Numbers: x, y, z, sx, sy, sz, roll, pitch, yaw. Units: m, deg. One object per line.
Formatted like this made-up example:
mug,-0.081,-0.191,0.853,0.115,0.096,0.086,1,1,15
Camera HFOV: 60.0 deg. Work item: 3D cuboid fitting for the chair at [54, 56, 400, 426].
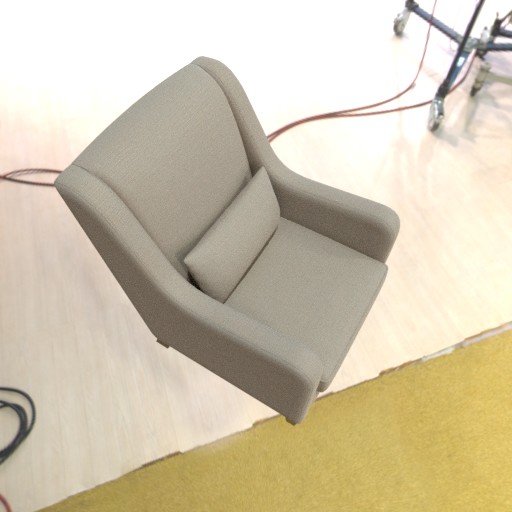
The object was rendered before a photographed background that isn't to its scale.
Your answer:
chair,0.000,0.000,1.643,0.896,1.017,0.715,27,61,17
